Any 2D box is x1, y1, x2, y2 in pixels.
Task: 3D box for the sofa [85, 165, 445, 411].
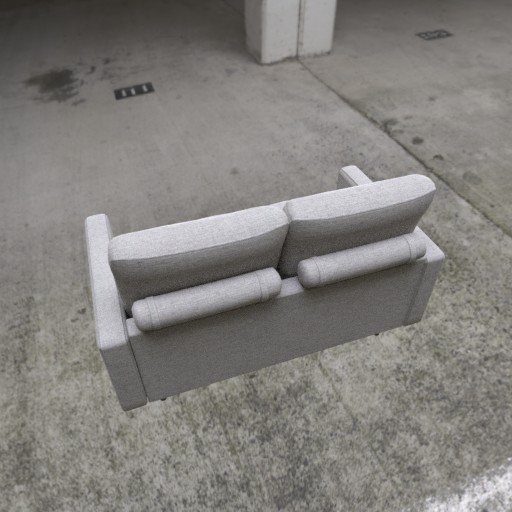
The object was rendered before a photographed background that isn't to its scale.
[{"bbox_3d":[0.000,0.000,2.009,1.407,0.907,0.842,-13,43,-14],"label":"sofa"}]
